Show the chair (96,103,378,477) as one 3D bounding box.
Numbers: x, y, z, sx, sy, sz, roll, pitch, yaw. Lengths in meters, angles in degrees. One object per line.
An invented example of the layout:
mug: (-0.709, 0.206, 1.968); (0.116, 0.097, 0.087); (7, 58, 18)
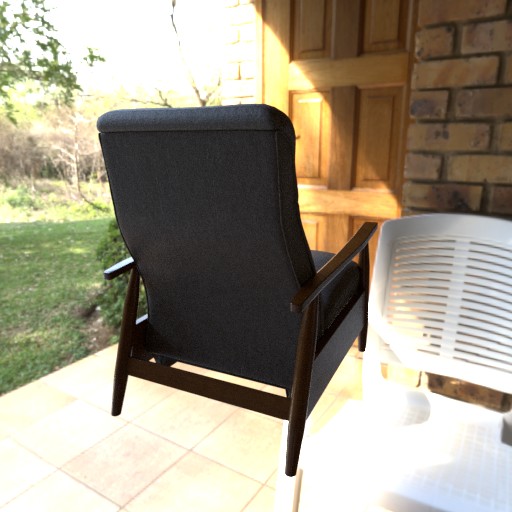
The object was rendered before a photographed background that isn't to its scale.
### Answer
chair: (0.000, 0.000, 1.786); (0.762, 1.081, 1.014); (7, 16, 25)
